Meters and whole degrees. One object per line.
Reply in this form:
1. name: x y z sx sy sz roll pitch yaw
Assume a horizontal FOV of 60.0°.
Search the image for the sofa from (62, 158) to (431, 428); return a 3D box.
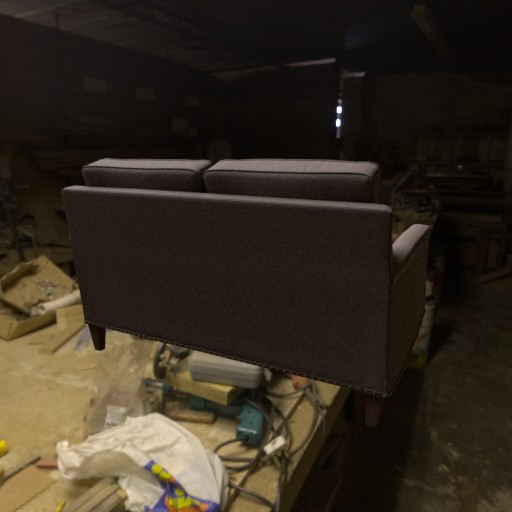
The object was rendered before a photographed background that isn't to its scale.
1. sofa: 0.000 0.000 2.272 1.597 1.003 1.084 7 16 26
